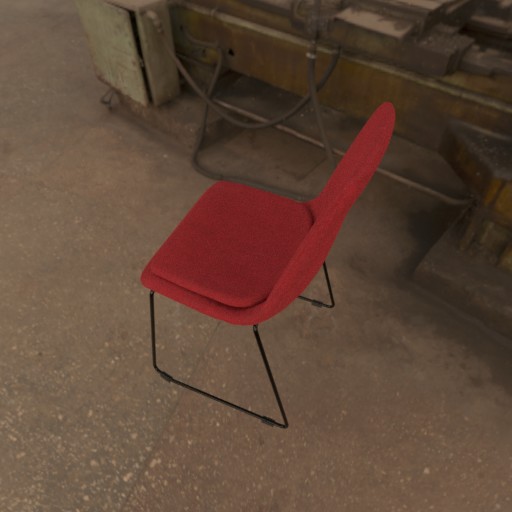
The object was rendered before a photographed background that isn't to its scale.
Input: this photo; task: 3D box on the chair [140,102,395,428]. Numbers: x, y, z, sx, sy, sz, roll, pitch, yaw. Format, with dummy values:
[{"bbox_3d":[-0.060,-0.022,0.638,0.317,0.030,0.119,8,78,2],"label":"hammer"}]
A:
[{"bbox_3d":[0.000,0.000,1.163,0.518,0.858,0.479,18,50,16],"label":"chair"}]
